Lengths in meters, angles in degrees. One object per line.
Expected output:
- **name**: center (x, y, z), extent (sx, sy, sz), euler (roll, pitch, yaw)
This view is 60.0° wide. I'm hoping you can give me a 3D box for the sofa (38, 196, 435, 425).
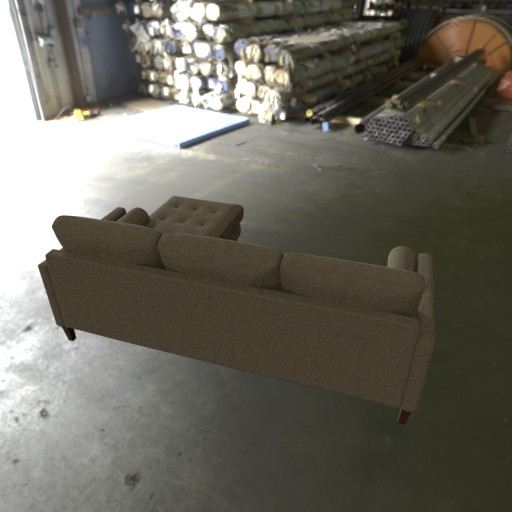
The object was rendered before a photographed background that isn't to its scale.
- **sofa**: center (0.000, 0.000, 2.953), extent (2.178, 0.875, 1.506), euler (10, 33, 15)
